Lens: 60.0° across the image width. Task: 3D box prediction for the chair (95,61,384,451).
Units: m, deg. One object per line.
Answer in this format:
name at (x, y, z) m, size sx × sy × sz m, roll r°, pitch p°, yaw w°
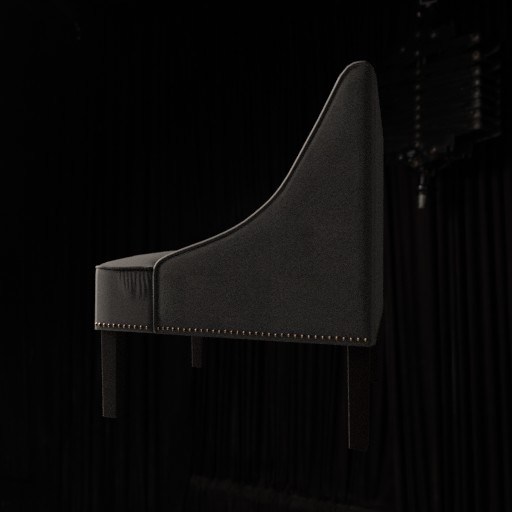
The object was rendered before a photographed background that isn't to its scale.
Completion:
chair at (0.000, 0.000, 1.374) m, size 0.747 × 0.867 × 0.631 m, roll 0°, pitch 0°, yaw 18°
